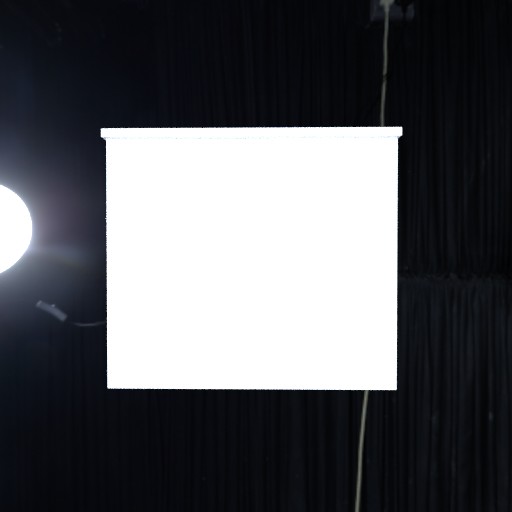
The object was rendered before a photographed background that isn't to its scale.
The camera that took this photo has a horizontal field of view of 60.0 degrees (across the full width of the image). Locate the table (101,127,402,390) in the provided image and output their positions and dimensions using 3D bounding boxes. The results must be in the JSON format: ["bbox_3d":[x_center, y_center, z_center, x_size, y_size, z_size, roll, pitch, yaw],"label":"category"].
[{"bbox_3d":[0.000,0.000,1.238,0.500,0.441,1.000,0,1,1],"label":"table"}]
